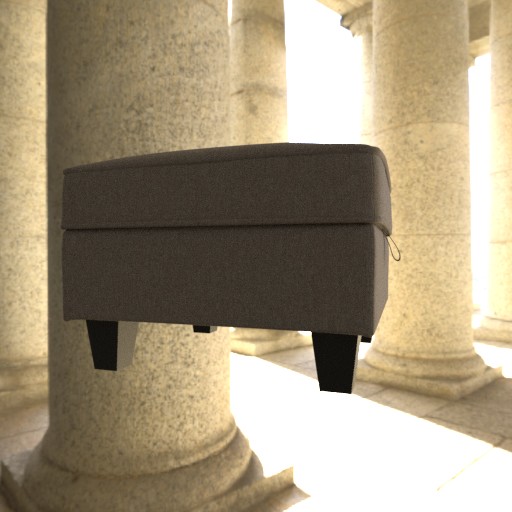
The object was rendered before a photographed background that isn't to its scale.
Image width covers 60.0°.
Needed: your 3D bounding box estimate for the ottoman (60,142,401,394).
[{"bbox_3d":[0.000,0.000,1.403,0.871,0.612,0.808,0,0,19],"label":"ottoman"}]
